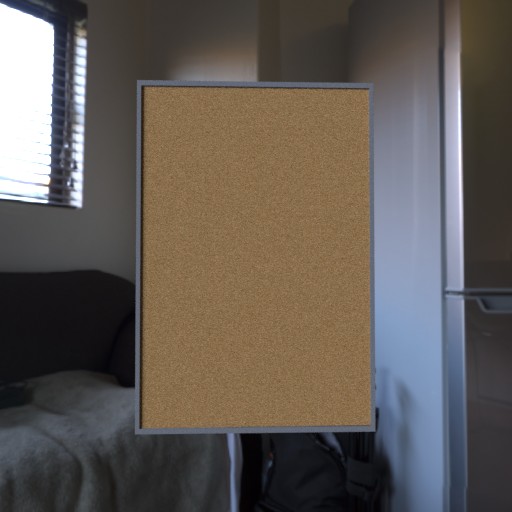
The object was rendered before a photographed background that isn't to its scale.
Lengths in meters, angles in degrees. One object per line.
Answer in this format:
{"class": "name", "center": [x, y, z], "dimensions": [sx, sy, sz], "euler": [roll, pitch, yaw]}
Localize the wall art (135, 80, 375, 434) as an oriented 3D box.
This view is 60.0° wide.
{"class": "wall art", "center": [0.000, 0.000, 0.967], "dimensions": [0.511, 0.753, 0.039], "euler": [0, -1, -2]}
